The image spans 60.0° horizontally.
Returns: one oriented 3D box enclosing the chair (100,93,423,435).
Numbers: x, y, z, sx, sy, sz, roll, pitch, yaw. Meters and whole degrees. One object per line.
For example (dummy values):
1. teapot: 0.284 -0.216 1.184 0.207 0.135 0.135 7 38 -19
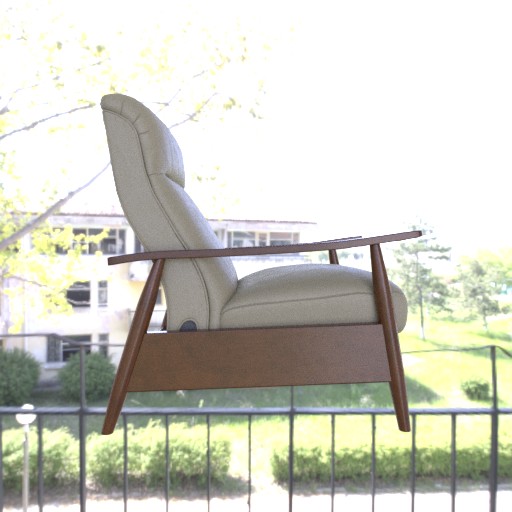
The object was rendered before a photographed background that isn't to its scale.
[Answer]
1. chair: 0.000 0.000 1.726 1.014 1.082 0.762 0 1 -1
